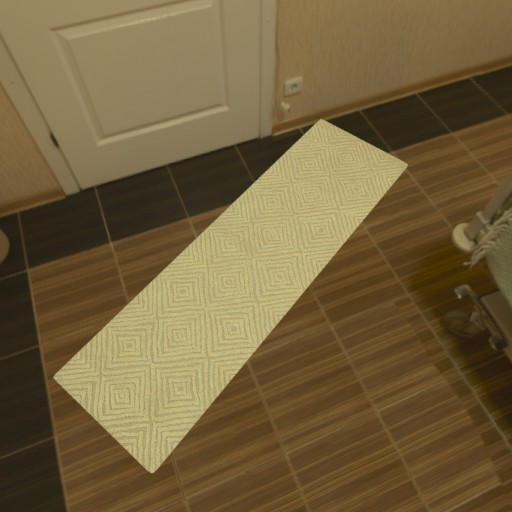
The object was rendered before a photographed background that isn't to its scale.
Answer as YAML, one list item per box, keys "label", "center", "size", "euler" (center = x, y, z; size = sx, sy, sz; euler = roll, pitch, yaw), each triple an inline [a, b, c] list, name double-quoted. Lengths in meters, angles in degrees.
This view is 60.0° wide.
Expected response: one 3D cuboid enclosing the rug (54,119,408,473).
- label: "rug"
  center: [0.000, 0.000, 2.474]
  size: [0.676, 0.008, 2.277]
  euler: [34, 65, 19]
